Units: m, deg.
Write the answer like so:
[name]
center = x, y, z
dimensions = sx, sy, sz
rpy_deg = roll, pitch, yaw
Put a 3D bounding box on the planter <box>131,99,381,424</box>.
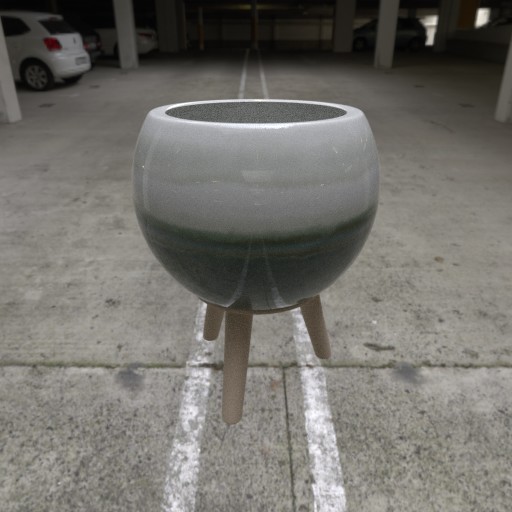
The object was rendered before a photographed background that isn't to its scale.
[planter]
center = 0.000, 0.000, 0.439
dimensions = 0.222, 0.278, 0.222
rpy_deg = 0, 25, 0
